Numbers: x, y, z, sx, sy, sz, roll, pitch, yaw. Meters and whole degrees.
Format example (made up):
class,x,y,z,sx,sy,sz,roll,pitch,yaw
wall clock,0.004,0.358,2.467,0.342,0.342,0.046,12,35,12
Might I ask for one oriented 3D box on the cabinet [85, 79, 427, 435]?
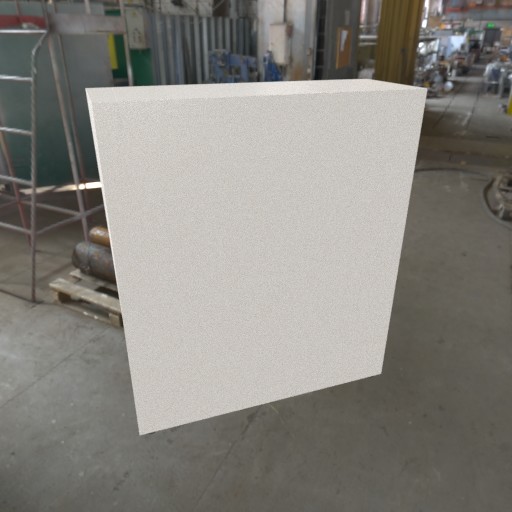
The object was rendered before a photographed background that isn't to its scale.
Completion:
class,x,y,z,sx,sy,sz,roll,pitch,yaw
cabinet,0.000,0.000,1.616,0.990,1.150,0.348,-9,28,-17
